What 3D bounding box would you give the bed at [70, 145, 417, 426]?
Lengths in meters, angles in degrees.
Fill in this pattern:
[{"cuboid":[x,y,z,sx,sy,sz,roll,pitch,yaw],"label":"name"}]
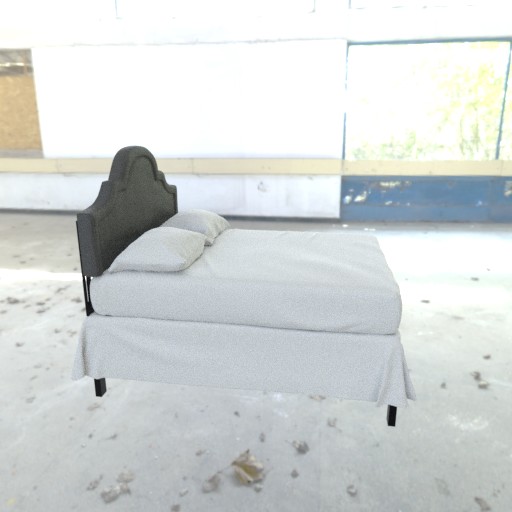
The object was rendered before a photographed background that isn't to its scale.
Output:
[{"cuboid":[0.000,0.000,3.401,2.222,1.634,1.780,3,16,9],"label":"bed"}]
